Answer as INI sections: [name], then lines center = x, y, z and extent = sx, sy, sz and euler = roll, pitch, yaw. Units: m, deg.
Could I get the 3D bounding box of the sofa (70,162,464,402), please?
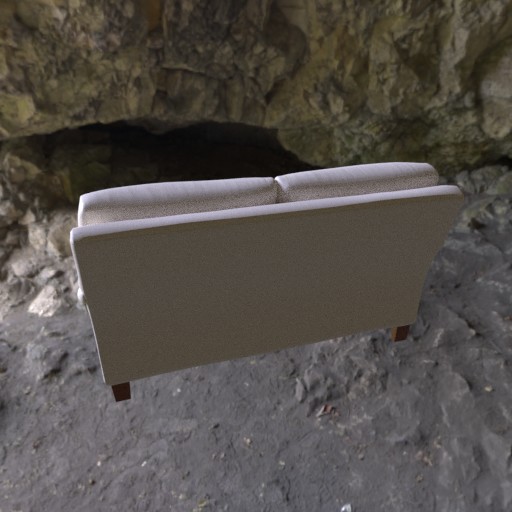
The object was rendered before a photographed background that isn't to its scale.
[sofa]
center = 0.000, 0.000, 2.528
extent = 1.853, 1.101, 1.084
euler = -8, 28, -16
